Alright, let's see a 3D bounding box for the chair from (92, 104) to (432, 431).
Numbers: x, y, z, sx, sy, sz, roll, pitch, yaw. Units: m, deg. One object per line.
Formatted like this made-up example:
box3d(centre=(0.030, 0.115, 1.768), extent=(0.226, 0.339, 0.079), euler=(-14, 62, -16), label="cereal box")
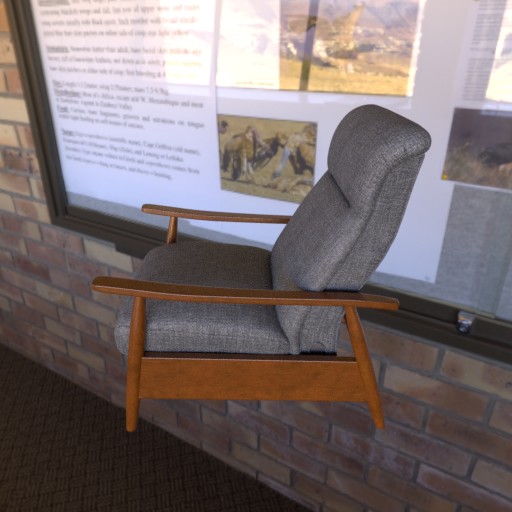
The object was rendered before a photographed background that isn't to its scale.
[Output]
box3d(centre=(0.000, 0.000, 1.743), extent=(1.030, 1.082, 0.762), euler=(0, 26, -1), label="chair")
